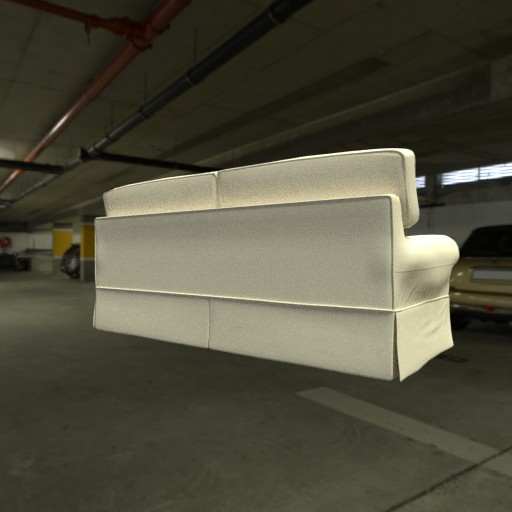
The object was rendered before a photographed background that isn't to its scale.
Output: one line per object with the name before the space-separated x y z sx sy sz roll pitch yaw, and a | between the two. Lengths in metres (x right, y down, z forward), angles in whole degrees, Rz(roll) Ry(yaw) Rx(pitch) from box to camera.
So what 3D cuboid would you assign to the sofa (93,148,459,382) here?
sofa | 0.000 0.000 2.563 2.021 0.937 0.862 0 1 37
